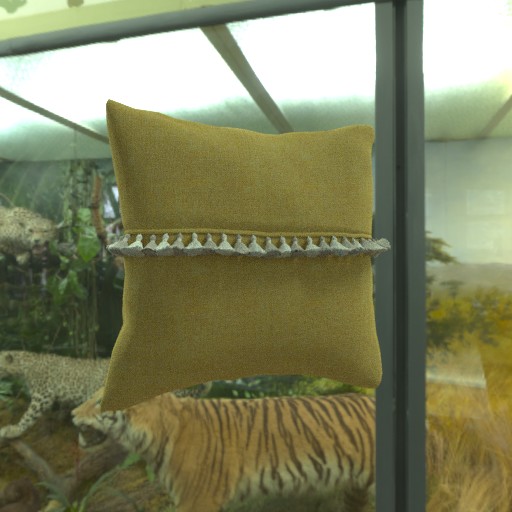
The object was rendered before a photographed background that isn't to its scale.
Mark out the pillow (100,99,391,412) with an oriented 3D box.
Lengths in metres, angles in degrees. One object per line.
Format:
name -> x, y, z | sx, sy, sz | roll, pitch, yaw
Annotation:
pillow -> 0.000, 0.000, 0.729 | 0.485, 0.481, 0.167 | 0, 0, -17
